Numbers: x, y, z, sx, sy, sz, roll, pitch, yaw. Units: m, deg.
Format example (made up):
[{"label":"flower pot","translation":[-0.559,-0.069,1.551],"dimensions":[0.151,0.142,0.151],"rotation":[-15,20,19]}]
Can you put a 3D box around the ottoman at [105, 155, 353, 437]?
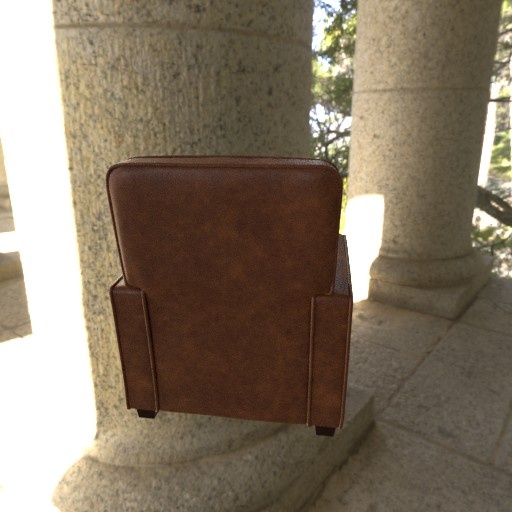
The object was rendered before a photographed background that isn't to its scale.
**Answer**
[{"label":"ottoman","translation":[0.000,0.000,1.873],"dimensions":[0.732,0.904,1.314],"rotation":[2,17,8]}]
